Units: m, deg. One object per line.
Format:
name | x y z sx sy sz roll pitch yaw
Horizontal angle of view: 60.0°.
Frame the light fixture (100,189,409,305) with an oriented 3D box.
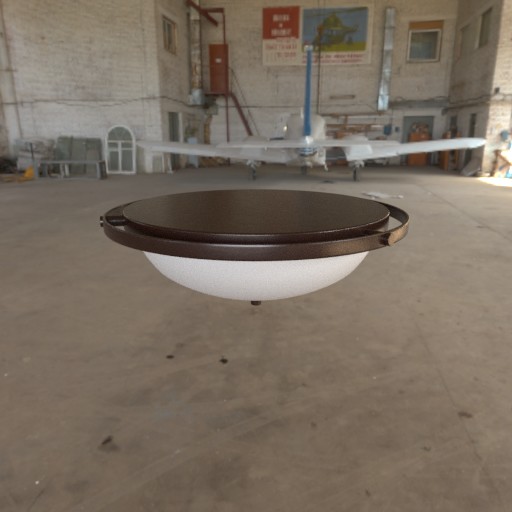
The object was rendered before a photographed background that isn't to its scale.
light fixture | 0.000 0.000 0.565 0.361 0.130 0.361 0 16 0
